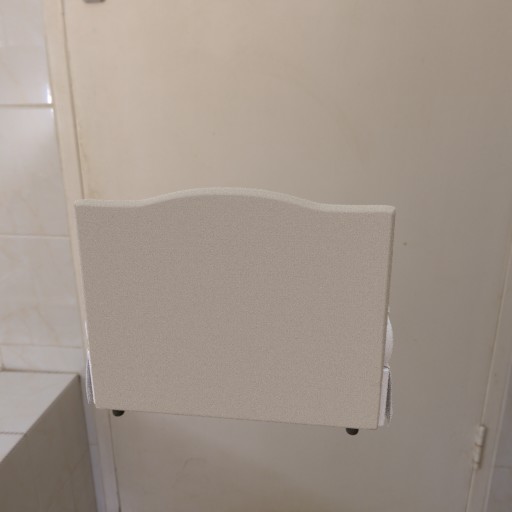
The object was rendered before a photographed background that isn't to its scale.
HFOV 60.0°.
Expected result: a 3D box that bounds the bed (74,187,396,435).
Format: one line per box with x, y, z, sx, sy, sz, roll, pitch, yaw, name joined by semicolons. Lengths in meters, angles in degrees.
0.000;0.000;3.634;1.977;1.437;2.477;2;17;7;bed
